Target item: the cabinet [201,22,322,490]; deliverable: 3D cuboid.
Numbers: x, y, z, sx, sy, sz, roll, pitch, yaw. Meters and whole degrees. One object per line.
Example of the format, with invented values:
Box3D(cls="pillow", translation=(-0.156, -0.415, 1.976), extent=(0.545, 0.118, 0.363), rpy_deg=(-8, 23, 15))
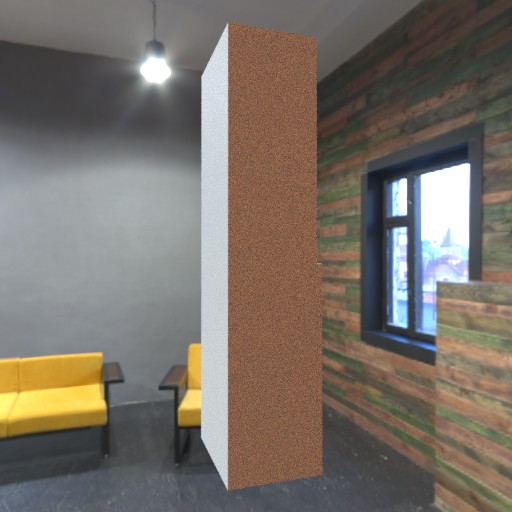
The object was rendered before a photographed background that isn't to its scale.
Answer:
Box3D(cls="cabinet", translation=(0.000, 0.000, 1.514), extent=(0.300, 1.350, 0.400), rpy_deg=(0, -1, -18))
